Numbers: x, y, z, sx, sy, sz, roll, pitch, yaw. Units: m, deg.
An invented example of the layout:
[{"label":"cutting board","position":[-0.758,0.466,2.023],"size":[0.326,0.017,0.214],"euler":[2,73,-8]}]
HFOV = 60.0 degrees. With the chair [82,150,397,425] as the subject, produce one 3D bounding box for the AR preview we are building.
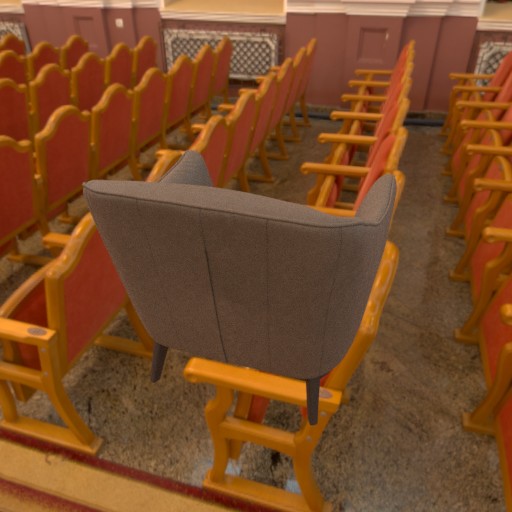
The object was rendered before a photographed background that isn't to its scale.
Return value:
[{"label":"chair","position":[0.000,0.000,1.561],"size":[0.871,0.830,0.852],"euler":[10,35,15]}]
